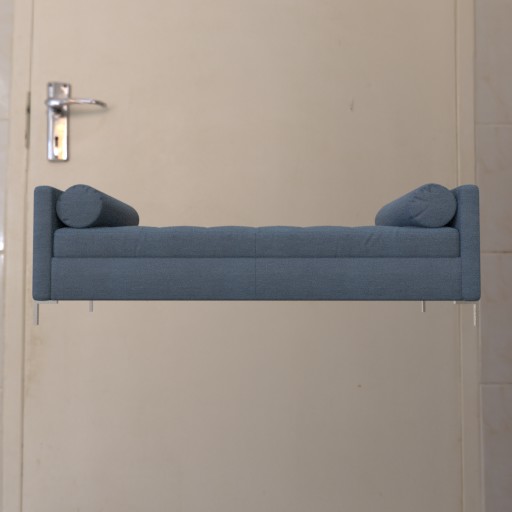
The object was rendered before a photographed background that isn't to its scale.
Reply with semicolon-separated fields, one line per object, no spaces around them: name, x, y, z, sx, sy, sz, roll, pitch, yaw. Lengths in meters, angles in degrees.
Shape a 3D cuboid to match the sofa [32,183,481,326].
sofa;0.000;0.000;2.291;1.981;0.635;0.686;0;-2;1
